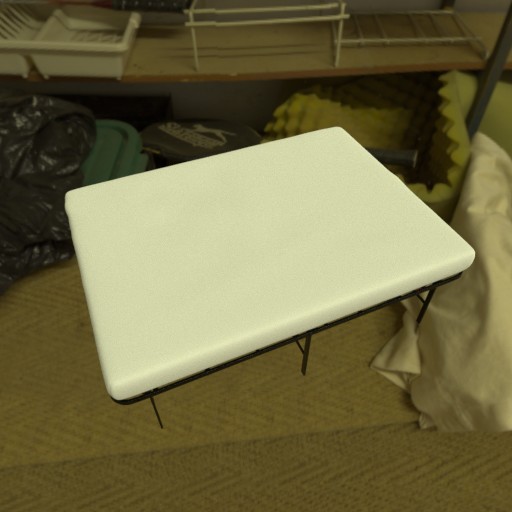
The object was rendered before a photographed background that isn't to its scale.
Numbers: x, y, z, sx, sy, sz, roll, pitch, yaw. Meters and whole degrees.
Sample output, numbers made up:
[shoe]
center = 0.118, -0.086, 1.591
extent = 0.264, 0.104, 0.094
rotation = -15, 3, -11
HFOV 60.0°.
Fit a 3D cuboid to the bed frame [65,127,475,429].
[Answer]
[bed frame]
center = 0.000, 0.000, 2.624
extent = 1.905, 0.637, 1.372
rotation = -18, 49, -16
